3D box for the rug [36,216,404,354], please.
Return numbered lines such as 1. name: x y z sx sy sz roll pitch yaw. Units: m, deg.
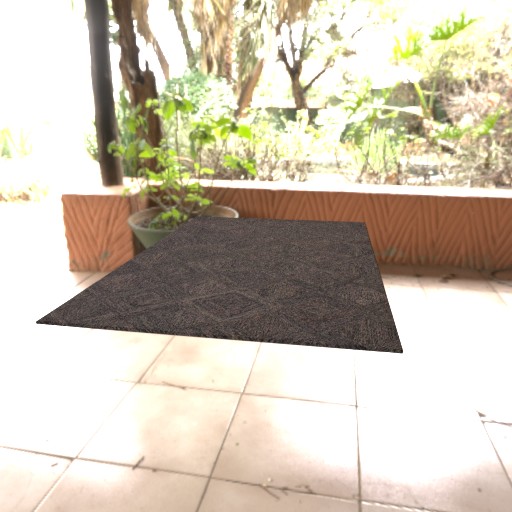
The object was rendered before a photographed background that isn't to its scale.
1. rug: 0.000 0.000 2.839 1.501 0.017 2.298 3 17 9
